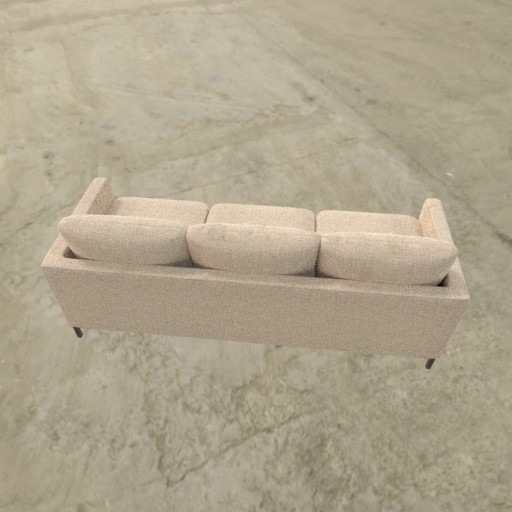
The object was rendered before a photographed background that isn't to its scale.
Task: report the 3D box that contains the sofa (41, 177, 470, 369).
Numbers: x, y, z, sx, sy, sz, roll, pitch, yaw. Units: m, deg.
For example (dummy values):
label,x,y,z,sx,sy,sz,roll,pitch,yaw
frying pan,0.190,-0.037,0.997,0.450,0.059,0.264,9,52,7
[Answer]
label,x,y,z,sx,sy,sz,roll,pitch,yaw
sofa,0.000,0.000,2.703,2.218,0.874,0.859,4,45,4
